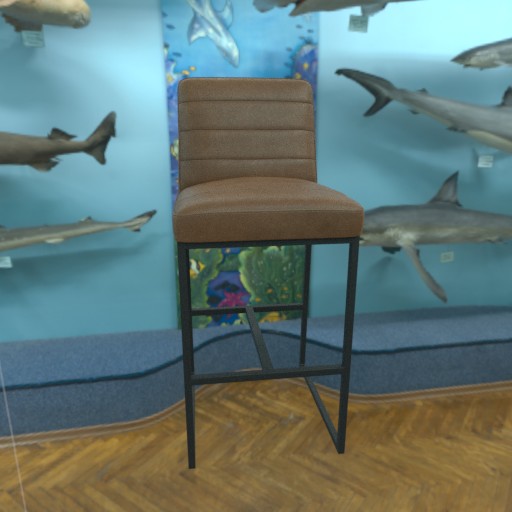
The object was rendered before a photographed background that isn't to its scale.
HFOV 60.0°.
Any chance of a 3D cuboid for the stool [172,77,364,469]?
[{"bbox_3d":[0.000,0.000,1.325,0.458,1.040,0.556,-2,16,-8],"label":"stool"}]
